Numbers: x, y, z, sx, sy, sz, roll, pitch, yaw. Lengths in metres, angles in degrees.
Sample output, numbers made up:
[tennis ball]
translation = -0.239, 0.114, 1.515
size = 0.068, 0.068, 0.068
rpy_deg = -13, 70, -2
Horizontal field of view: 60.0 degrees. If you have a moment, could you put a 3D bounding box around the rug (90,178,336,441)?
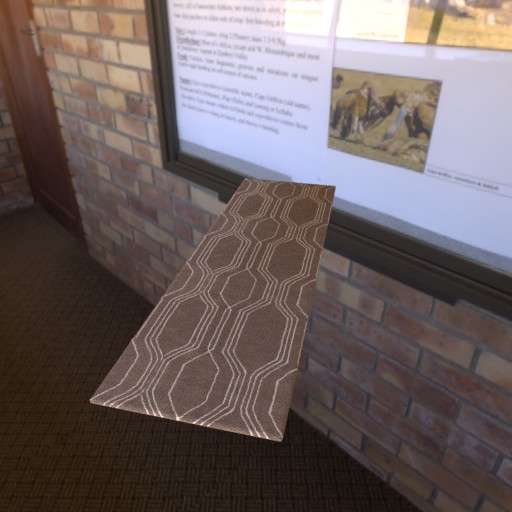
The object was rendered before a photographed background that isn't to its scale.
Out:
[rug]
translation = 0.000, 0.000, 2.696
size = 0.773, 0.012, 2.464
rpy_deg = 7, 32, 11
